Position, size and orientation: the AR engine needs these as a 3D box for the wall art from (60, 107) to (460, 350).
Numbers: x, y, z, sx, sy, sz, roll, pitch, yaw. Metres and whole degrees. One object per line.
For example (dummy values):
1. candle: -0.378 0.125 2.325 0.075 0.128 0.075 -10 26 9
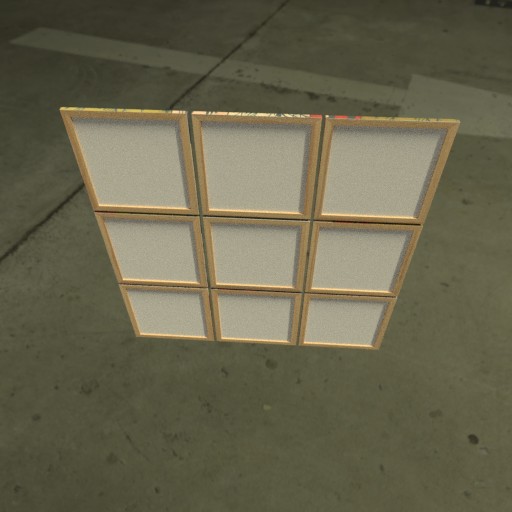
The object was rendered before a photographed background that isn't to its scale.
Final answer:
1. wall art: 0.000 0.000 1.328 0.904 0.913 0.013 3 46 3
